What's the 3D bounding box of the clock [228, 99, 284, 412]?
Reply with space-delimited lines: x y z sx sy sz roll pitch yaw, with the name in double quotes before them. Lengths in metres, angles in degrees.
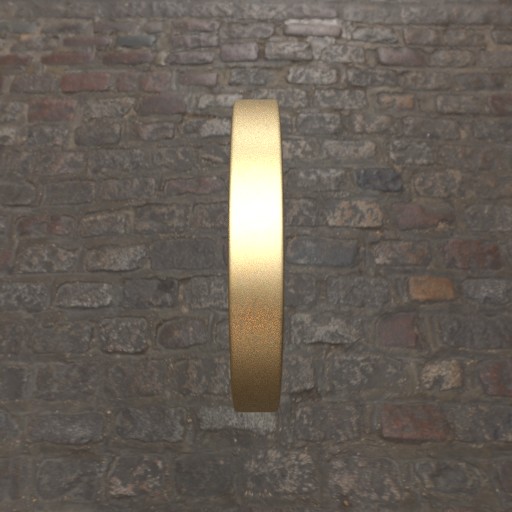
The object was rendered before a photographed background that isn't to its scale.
"clock" 0.000 0.000 0.471 0.040 0.314 0.314 0 64 0
